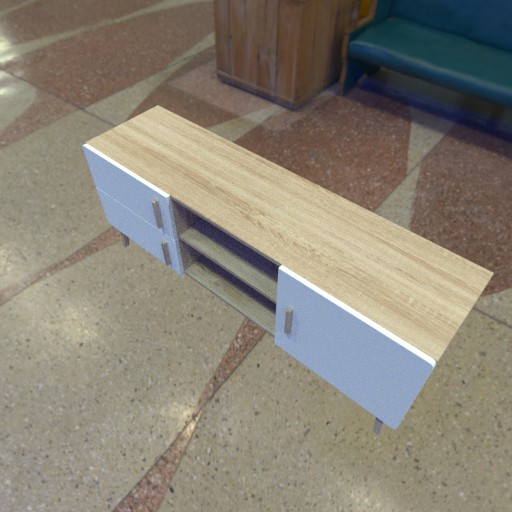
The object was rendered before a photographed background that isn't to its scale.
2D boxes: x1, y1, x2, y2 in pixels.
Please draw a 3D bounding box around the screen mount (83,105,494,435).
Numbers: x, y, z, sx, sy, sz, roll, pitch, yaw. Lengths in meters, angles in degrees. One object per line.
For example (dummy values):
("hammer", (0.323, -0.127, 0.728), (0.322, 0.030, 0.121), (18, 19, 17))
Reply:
("screen mount", (0.000, 0.000, 1.746), (1.500, 0.570, 0.420), (32, 55, 26))
